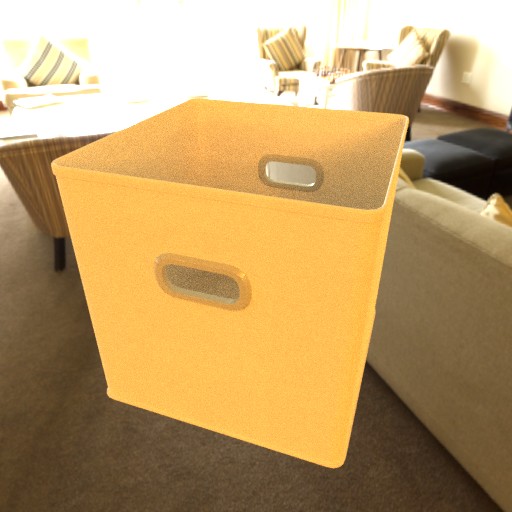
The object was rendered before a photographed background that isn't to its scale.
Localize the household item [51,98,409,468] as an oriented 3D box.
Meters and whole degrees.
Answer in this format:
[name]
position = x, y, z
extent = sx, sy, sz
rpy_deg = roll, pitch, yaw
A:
[household item]
position = 0.000, 0.000, 0.558
extent = 0.305, 0.305, 0.305
rpy_deg = 11, 33, 17
